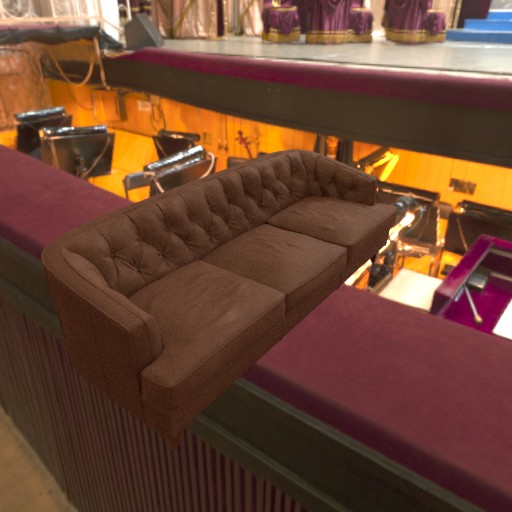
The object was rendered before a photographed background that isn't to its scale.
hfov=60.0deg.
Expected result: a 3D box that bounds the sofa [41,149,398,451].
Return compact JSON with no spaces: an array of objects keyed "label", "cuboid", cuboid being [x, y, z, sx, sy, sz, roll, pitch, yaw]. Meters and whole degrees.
[{"label":"sofa","cuboid":[0.000,0.000,2.637,0.927,0.787,2.227,20,34,32]}]
